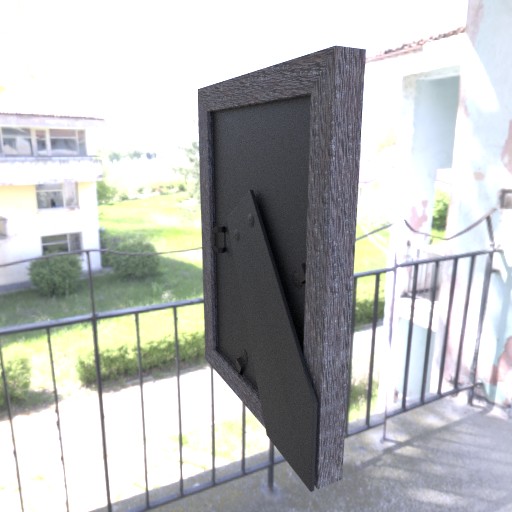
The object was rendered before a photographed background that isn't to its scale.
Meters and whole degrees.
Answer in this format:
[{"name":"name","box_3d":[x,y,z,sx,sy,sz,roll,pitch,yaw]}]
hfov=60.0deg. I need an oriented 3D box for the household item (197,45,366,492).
[{"name":"household item","box_3d":[0.000,0.000,0.273,0.020,0.210,0.160,-7,16,-26]}]
